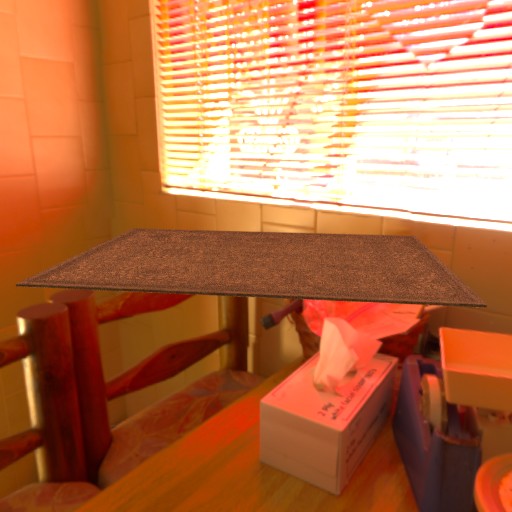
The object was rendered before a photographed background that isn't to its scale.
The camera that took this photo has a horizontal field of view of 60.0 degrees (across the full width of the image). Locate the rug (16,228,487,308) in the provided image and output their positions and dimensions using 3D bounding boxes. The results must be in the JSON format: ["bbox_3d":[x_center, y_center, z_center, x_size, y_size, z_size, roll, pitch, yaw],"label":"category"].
[{"bbox_3d":[0.000,0.000,2.272,1.819,0.012,1.208,2,15,7],"label":"rug"}]
